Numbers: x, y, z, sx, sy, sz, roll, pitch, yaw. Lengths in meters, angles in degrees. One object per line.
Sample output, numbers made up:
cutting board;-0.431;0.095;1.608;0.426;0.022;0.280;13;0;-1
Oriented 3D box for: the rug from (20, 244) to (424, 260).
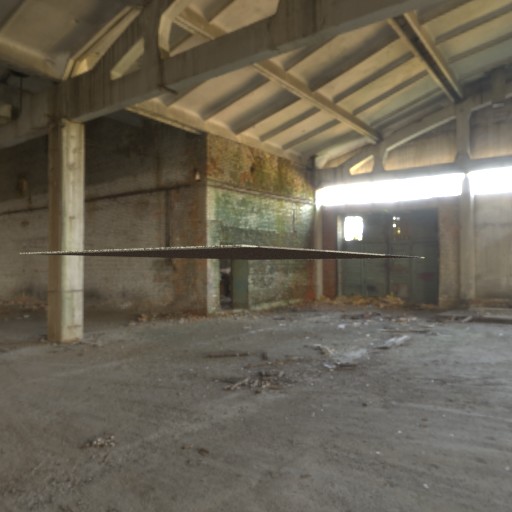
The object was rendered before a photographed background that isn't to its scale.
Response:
rug;0.000;0.000;2.295;1.220;0.005;1.828;-1;-2;36
